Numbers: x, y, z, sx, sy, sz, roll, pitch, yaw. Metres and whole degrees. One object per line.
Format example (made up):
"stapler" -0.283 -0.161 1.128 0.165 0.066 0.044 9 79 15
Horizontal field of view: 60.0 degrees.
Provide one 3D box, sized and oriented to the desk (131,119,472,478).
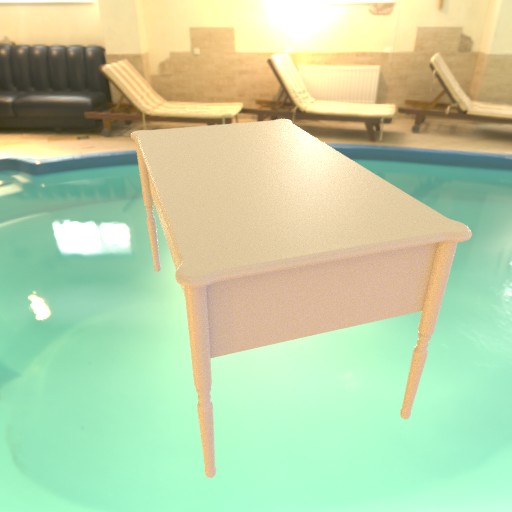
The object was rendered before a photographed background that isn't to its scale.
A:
"desk" 0.000 0.000 1.829 0.807 0.762 1.380 -9 31 -16
